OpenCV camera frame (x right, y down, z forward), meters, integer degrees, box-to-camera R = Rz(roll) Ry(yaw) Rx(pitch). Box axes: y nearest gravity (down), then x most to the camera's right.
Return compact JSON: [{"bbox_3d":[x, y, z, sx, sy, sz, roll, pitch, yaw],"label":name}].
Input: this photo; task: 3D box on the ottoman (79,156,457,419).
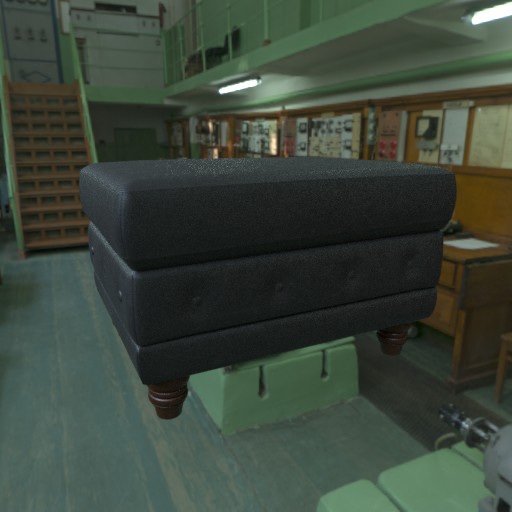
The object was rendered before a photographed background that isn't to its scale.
[{"bbox_3d":[0.000,0.000,1.172,0.795,0.498,0.590,-7,17,-26],"label":"ottoman"}]
